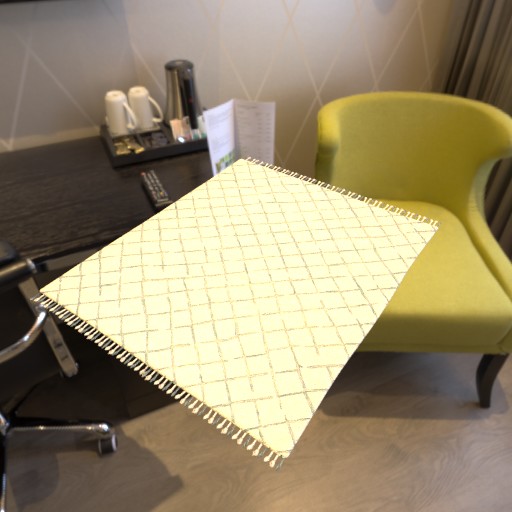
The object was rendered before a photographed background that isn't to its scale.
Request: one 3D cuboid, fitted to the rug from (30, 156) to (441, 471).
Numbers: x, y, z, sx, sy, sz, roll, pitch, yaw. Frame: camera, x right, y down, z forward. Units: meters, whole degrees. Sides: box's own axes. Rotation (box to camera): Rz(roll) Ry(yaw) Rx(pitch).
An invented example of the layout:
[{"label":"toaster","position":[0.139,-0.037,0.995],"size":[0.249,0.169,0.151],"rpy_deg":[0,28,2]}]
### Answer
[{"label":"rug","position":[0.000,0.000,4.788],"size":[2.892,0.036,3.585],"rpy_deg":[25,46,26]}]
